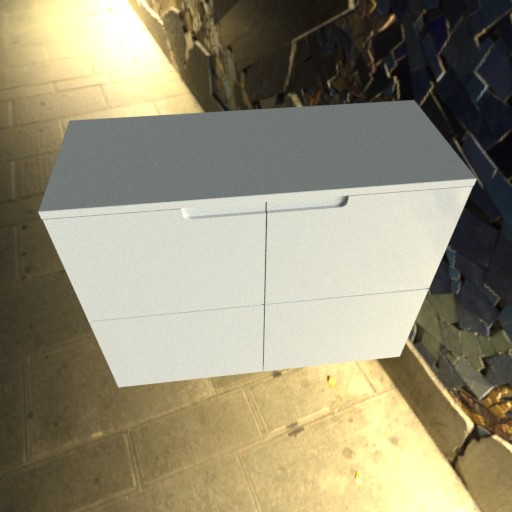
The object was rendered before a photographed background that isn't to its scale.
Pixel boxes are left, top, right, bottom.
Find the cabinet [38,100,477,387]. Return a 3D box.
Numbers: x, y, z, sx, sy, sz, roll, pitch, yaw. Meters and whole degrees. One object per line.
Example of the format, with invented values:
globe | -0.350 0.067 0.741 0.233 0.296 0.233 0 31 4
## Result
cabinet | 0.000 0.000 1.426 1.000 0.800 0.400 -5 46 -5
